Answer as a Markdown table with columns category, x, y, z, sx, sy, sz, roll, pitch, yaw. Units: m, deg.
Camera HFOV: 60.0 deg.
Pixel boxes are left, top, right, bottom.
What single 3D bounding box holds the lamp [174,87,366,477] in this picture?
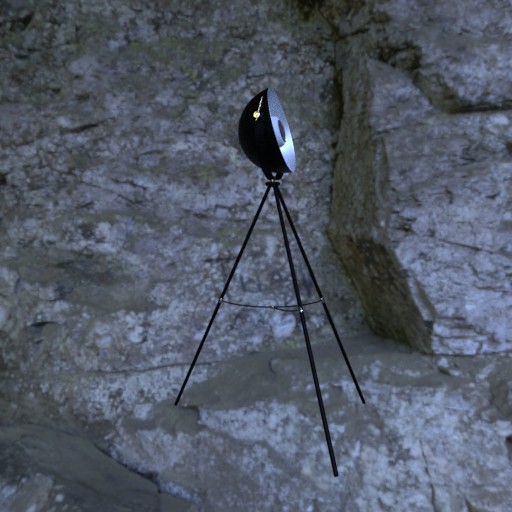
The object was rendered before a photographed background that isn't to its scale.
| category | x | y | z | sx | sy | sz | roll | pitch | yaw |
| --- | --- | --- | --- | --- | --- | --- | --- | --- | --- |
| lamp | 0.000 | 0.000 | 2.022 | 0.920 | 1.512 | 0.817 | 0 | 0 | 18 |
